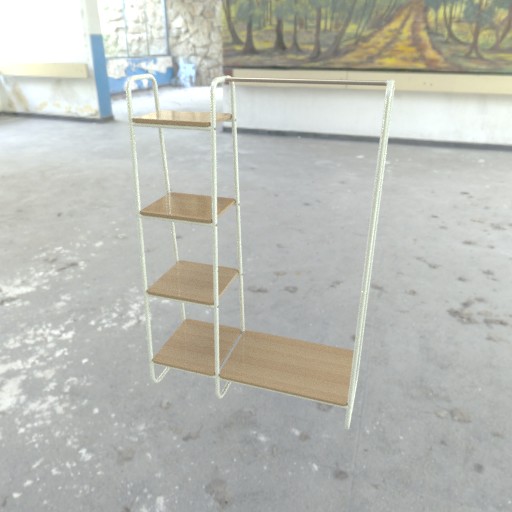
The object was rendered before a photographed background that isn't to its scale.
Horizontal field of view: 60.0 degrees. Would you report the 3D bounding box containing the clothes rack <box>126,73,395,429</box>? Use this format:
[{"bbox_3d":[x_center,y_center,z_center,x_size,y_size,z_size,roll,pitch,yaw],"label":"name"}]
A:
[{"bbox_3d":[0.000,0.000,2.001,1.011,1.500,0.400,8,27,16],"label":"clothes rack"}]
